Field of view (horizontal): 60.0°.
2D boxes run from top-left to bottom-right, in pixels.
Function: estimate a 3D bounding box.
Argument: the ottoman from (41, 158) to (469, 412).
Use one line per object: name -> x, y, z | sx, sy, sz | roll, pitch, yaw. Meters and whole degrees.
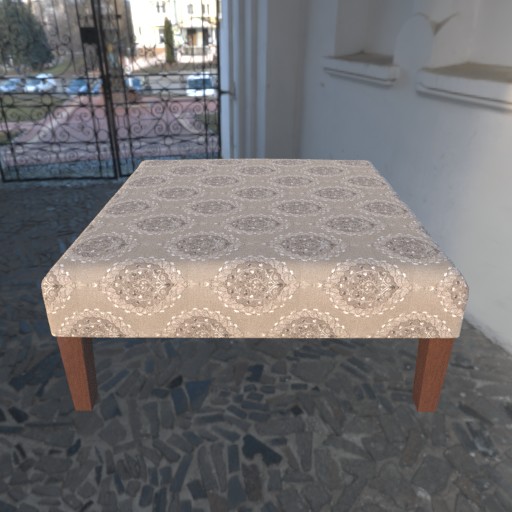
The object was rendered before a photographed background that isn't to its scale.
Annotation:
ottoman -> 0.000, 0.000, 1.363 | 0.890, 0.411, 0.889 | 0, 27, 0
